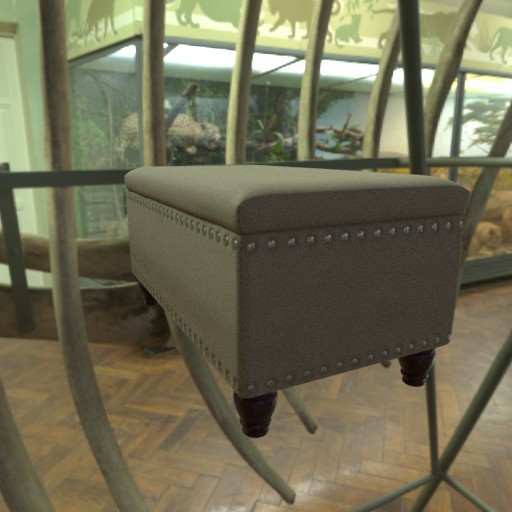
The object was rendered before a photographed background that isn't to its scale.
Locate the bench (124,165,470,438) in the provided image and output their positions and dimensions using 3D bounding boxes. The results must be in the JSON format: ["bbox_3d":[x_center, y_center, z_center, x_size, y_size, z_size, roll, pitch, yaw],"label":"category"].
[{"bbox_3d":[0.000,0.000,1.180,0.500,0.449,0.887,-7,15,-26],"label":"bench"}]
